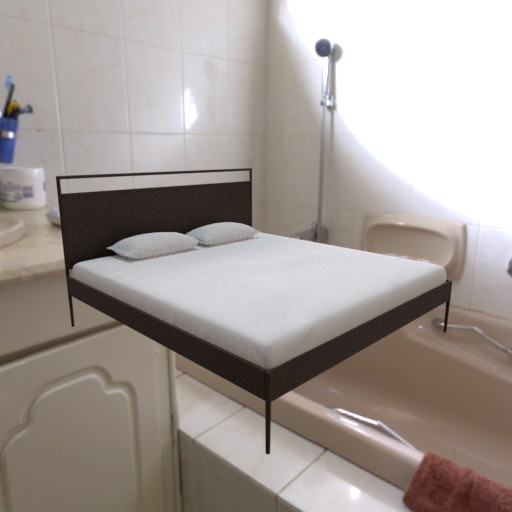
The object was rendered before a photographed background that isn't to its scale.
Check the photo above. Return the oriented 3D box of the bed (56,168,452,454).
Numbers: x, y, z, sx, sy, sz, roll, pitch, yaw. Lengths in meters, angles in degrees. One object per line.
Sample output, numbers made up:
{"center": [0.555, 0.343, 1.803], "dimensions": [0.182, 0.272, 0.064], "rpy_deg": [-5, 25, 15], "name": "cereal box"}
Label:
{"center": [0.000, 0.000, 3.314], "dimensions": [1.993, 1.173, 2.151], "rpy_deg": [-13, 19, -43], "name": "bed"}
